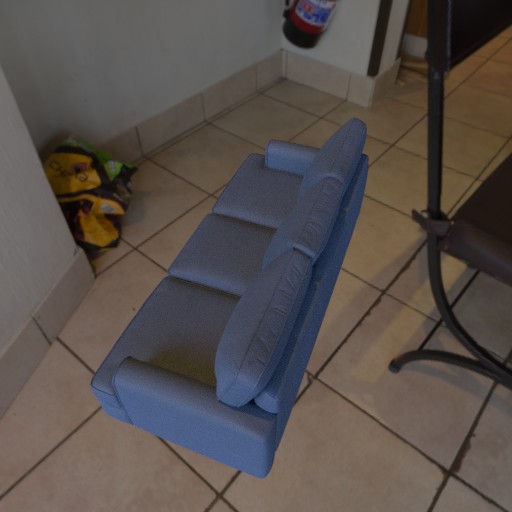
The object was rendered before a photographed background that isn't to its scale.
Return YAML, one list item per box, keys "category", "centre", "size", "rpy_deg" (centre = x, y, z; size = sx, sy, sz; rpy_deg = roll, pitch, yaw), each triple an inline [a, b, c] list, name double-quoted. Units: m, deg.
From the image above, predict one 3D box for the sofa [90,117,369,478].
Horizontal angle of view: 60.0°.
- category: "sofa"
  centre: [0.000, 0.000, 2.685]
  size: [0.951, 0.965, 2.158]
  rpy_deg: [16, 49, 14]
